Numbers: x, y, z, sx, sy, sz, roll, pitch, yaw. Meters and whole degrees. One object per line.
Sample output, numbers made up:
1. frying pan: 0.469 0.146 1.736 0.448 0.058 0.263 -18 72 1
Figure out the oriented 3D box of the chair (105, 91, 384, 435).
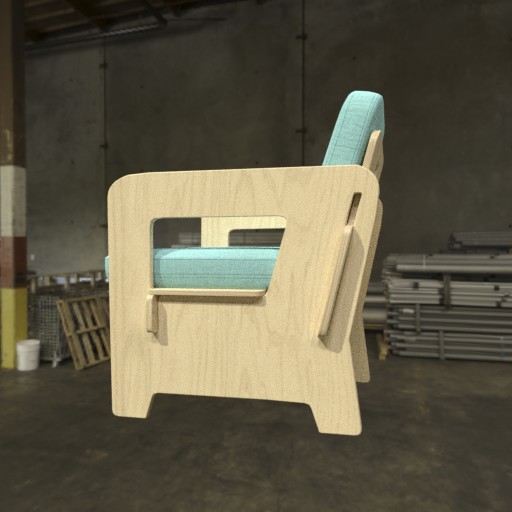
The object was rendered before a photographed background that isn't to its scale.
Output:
1. chair: 0.000 0.000 1.281 0.710 0.800 0.590 0 0 17
